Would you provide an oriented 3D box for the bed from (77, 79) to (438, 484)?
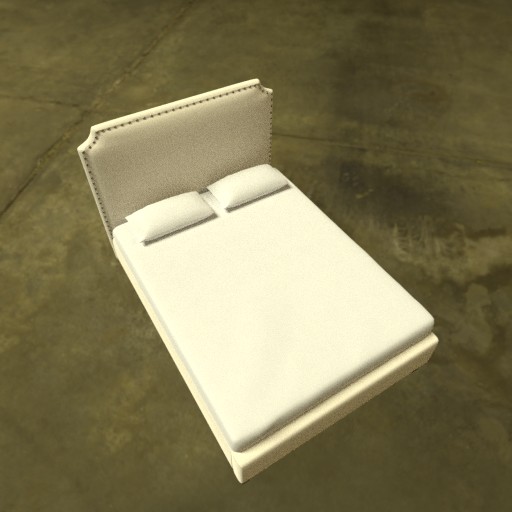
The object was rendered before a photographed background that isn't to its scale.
[{"bbox_3d":[0.000,0.000,3.379,1.712,1.497,2.372,-25,52,-21],"label":"bed"}]
